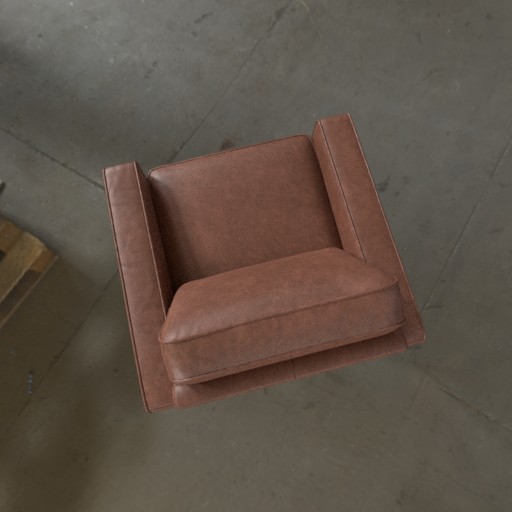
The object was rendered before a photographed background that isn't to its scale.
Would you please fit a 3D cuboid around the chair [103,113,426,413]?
[{"bbox_3d":[0.000,0.000,1.710,1.017,0.919,0.940,-14,76,-4],"label":"chair"}]
